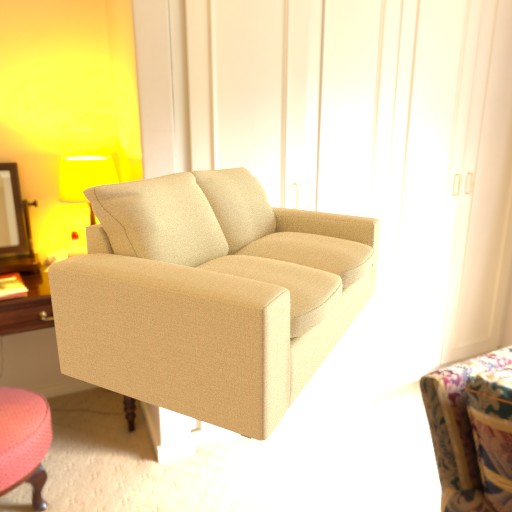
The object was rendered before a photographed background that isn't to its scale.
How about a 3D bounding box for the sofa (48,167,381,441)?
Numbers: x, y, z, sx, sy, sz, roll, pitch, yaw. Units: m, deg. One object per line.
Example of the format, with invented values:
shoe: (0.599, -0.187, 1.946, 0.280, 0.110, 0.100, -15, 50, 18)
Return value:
sofa: (0.000, 0.000, 2.406, 1.091, 0.875, 1.754, 8, 17, 26)
